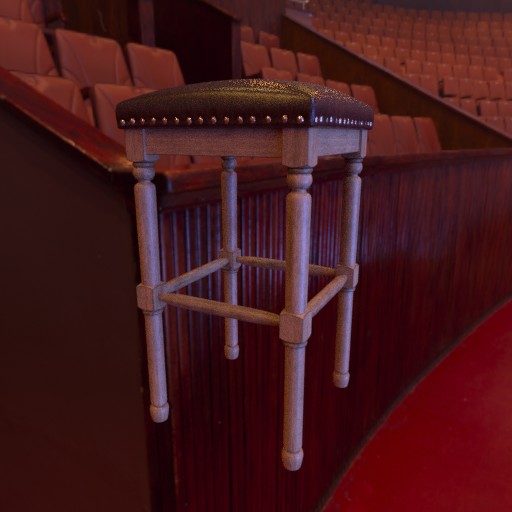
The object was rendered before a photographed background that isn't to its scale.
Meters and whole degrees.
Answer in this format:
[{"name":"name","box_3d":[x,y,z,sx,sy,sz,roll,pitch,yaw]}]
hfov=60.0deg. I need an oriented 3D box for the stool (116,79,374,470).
[{"name":"stool","box_3d":[0.000,0.000,0.951,0.383,0.702,0.382,8,17,26]}]
